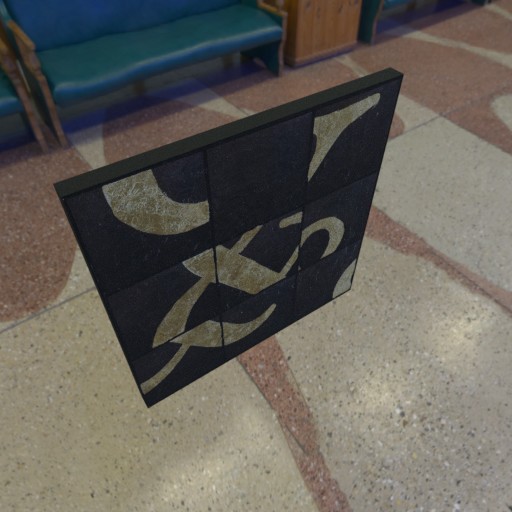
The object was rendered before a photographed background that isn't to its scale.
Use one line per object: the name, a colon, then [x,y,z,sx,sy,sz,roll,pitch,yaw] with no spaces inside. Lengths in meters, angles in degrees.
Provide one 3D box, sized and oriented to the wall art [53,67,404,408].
wall art: [0.000,0.000,1.120,0.758,0.758,0.044,-26,52,-22]
